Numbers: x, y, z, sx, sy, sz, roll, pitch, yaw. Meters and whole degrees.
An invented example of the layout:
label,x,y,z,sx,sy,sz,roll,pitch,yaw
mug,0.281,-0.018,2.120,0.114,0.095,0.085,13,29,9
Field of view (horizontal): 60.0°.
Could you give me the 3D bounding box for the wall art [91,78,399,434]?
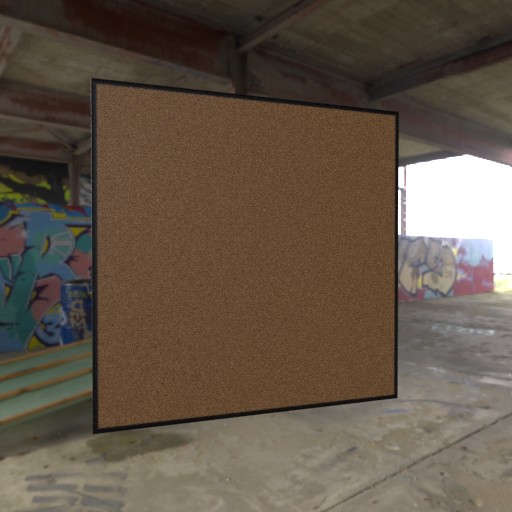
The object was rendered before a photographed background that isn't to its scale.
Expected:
label,x,y,z,sx,sy,sz,roll,pitch,yaw
wall art,0.000,0.000,0.440,0.304,0.303,0.037,0,1,-18
